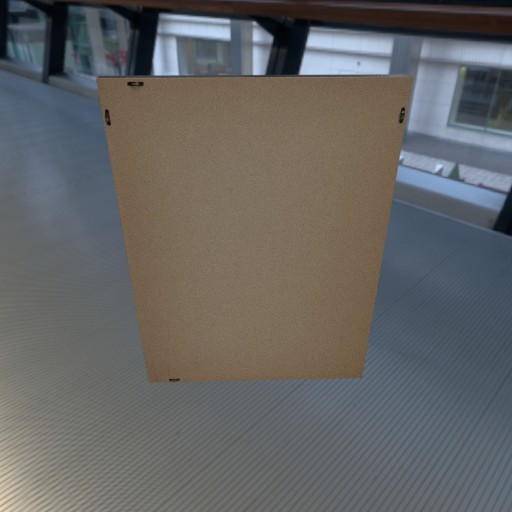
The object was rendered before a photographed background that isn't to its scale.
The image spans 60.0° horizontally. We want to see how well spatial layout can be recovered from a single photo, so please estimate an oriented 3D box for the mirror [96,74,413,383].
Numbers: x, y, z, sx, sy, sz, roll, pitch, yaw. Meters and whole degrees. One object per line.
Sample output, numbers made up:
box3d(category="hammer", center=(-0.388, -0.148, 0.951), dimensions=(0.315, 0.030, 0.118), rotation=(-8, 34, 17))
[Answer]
box3d(category="mirror", center=(0.000, 0.000, 1.336), dimensions=(0.762, 1.016, 0.041), rotation=(-1, 31, -1))
